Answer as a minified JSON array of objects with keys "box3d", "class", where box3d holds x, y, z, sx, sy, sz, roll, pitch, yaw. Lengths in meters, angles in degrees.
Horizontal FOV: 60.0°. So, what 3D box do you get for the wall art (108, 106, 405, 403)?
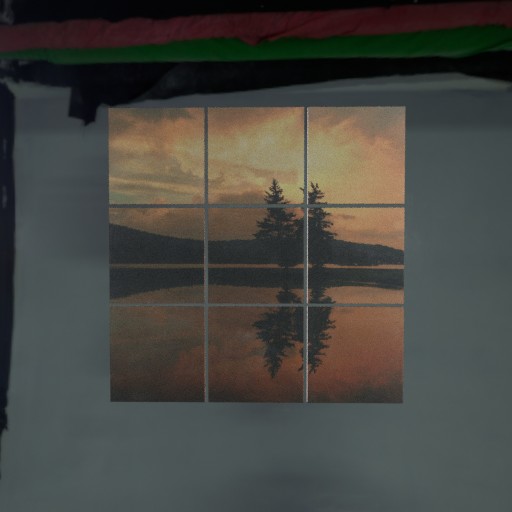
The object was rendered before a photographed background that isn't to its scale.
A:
[{"box3d":[0.000,0.000,1.834,1.216,1.218,0.013,0,1,1],"class":"wall art"}]
